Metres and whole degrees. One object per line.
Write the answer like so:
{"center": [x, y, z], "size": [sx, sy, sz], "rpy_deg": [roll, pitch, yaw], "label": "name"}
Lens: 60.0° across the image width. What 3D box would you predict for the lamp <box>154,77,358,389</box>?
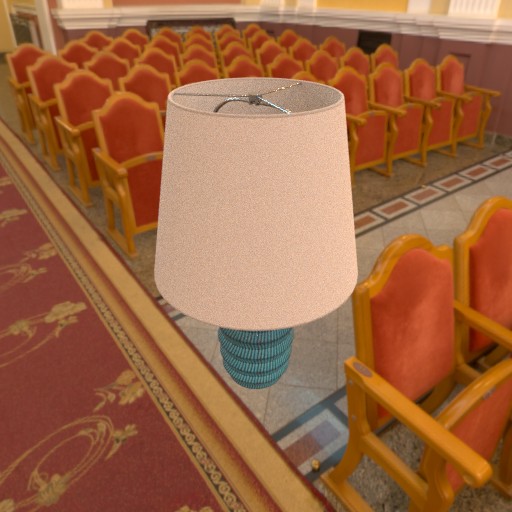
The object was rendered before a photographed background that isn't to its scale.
{"center": [0.000, 0.000, 0.558], "size": [0.254, 0.392, 0.254], "rpy_deg": [0, 32, 0], "label": "lamp"}
